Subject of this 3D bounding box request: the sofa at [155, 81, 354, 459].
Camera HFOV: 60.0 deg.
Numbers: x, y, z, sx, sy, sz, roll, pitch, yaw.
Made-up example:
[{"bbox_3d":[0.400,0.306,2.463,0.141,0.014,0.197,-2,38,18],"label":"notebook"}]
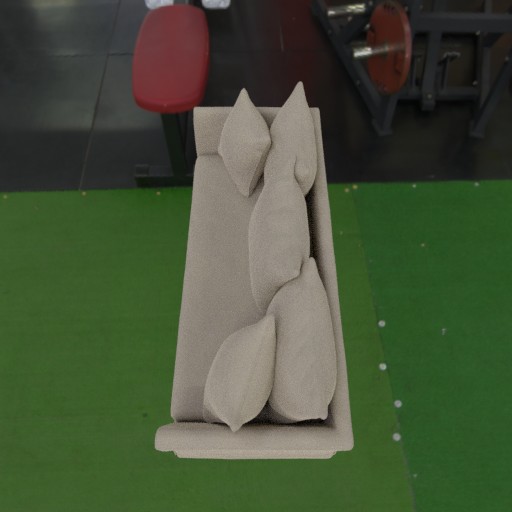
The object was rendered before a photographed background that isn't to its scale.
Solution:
[{"bbox_3d":[0.000,0.000,3.011,1.046,1.047,2.499,0,58,0],"label":"sofa"}]
